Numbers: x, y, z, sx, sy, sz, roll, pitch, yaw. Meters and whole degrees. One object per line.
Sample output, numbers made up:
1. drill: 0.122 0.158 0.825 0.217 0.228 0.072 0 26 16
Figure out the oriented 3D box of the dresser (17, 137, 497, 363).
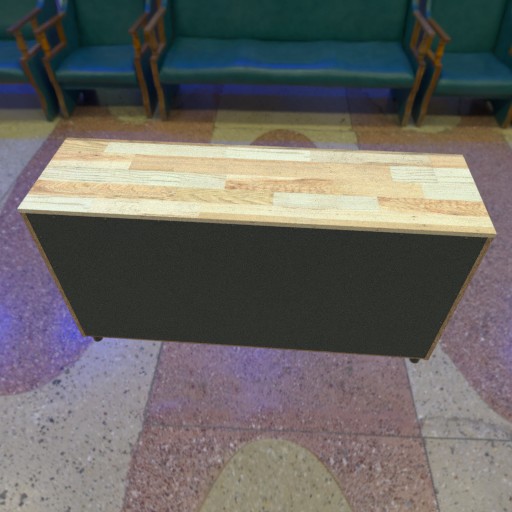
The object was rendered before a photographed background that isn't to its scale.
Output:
1. dresser: 0.000 0.000 1.894 1.547 0.834 0.487 3 46 3
